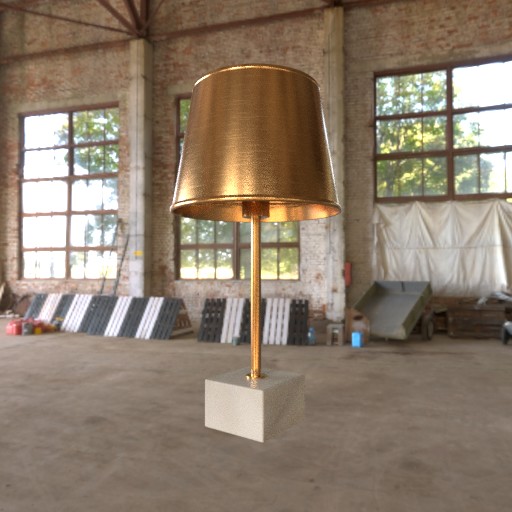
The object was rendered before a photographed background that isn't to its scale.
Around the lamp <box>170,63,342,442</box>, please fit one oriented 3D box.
[{"bbox_3d":[0.000,0.000,0.544,0.208,0.406,0.208,0,-2,0],"label":"lamp"}]
